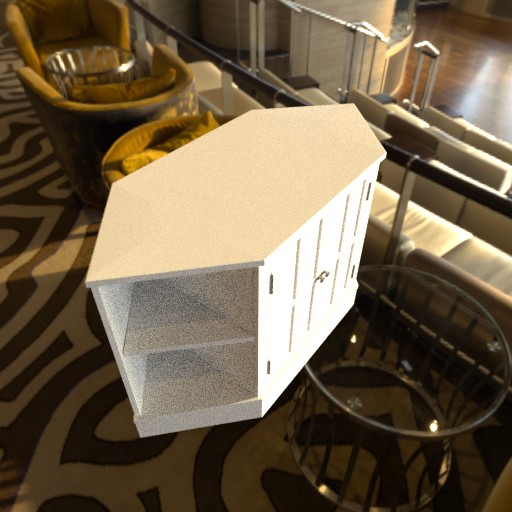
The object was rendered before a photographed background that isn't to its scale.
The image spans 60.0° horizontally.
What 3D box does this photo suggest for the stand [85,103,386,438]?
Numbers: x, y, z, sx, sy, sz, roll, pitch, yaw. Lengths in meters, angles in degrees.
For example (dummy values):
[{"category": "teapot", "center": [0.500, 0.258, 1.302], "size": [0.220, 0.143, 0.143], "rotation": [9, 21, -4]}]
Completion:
[{"category": "stand", "center": [0.000, 0.000, 1.361], "size": [0.477, 0.614, 1.072], "rotation": [27, 48, 27]}]
